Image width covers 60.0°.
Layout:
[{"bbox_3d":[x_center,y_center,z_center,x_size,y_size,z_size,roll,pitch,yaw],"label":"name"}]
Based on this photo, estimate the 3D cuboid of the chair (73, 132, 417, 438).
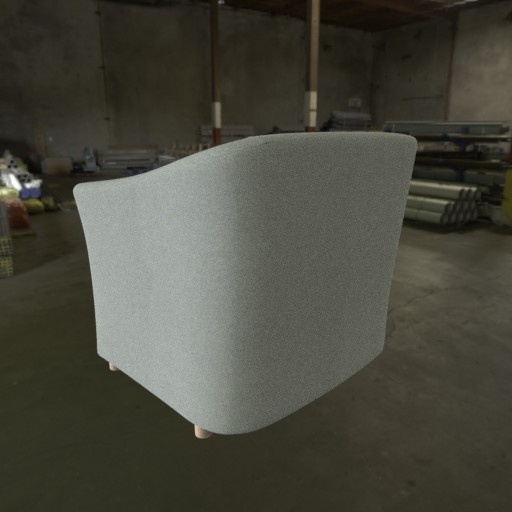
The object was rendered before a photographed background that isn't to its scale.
[{"bbox_3d":[0.000,0.000,1.336,0.790,0.720,0.700,-15,21,-42],"label":"chair"}]
